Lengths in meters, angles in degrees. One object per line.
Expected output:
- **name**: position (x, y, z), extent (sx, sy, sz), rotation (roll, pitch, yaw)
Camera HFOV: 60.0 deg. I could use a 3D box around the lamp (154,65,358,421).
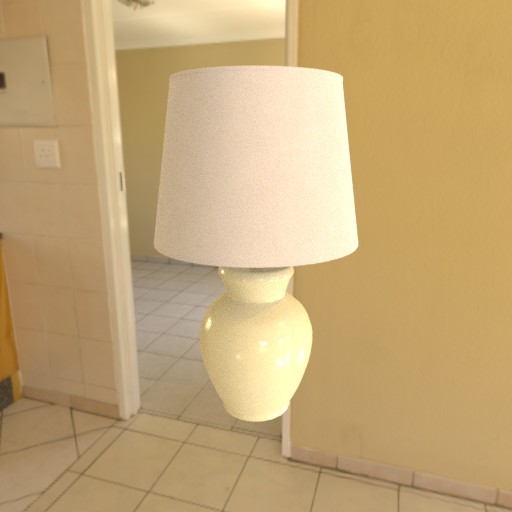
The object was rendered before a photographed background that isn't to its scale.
- **lamp**: position (0.000, 0.000, 0.536), extent (0.239, 0.399, 0.239), rotation (0, 14, 0)
